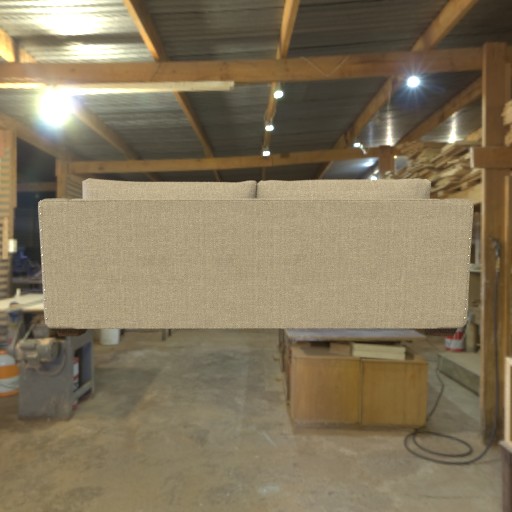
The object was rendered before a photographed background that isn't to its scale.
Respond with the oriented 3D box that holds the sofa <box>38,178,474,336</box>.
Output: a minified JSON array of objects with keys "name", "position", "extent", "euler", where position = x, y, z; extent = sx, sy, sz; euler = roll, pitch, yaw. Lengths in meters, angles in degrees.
[{"name":"sofa","position":[0.000,0.000,2.733],"extent":[2.208,0.857,1.000],"euler":[0,0,0]}]
